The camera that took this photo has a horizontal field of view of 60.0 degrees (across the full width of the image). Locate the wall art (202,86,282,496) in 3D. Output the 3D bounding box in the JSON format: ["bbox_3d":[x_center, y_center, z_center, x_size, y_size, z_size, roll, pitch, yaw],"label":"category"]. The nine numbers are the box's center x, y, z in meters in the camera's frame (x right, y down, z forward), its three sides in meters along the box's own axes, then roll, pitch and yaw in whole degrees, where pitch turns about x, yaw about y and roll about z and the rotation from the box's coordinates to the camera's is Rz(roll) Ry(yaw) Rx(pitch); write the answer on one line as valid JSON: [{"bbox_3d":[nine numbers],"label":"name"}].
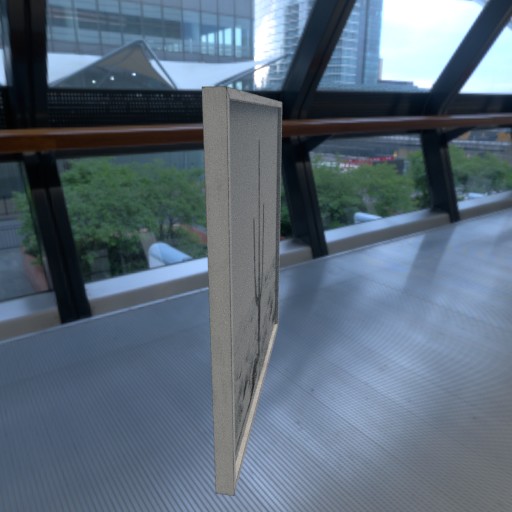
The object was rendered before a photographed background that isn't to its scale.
[{"bbox_3d":[0.000,0.000,1.128,0.038,0.762,0.762,3,18,9],"label":"wall art"}]
